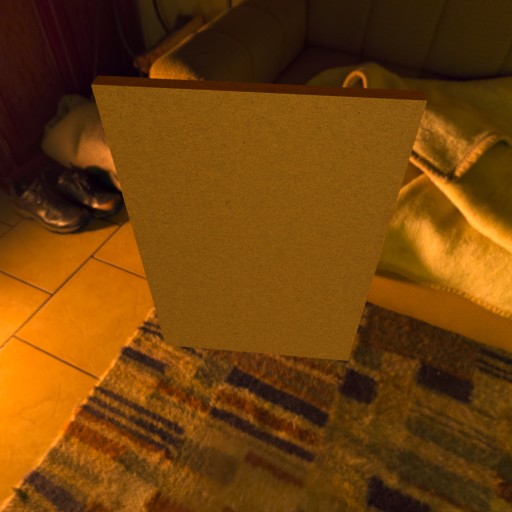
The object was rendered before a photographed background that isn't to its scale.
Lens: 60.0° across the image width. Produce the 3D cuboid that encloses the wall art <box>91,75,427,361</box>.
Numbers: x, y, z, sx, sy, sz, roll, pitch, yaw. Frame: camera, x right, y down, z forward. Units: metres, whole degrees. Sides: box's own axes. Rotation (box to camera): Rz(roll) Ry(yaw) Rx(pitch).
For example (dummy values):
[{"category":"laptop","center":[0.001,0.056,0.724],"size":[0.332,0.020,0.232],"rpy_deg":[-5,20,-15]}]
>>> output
[{"category":"wall art","center":[0.000,0.000,1.150],"size":[0.610,0.914,0.037],"rpy_deg":[4,48,4]}]
